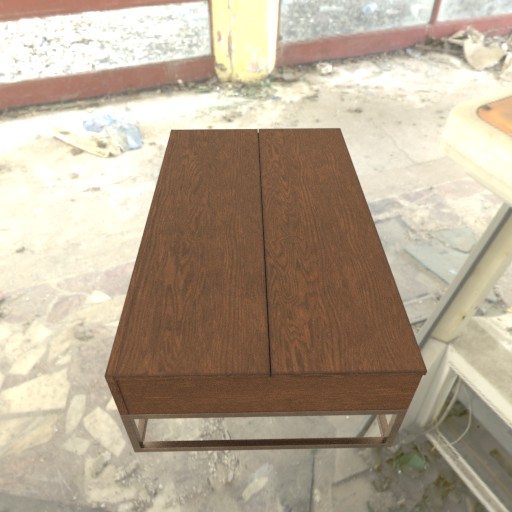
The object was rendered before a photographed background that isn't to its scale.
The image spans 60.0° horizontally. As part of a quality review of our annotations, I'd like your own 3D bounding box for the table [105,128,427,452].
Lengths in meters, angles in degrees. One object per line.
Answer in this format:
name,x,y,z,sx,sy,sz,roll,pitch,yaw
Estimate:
table,0.000,0.000,1.509,0.719,0.361,1.167,-1,42,-1
